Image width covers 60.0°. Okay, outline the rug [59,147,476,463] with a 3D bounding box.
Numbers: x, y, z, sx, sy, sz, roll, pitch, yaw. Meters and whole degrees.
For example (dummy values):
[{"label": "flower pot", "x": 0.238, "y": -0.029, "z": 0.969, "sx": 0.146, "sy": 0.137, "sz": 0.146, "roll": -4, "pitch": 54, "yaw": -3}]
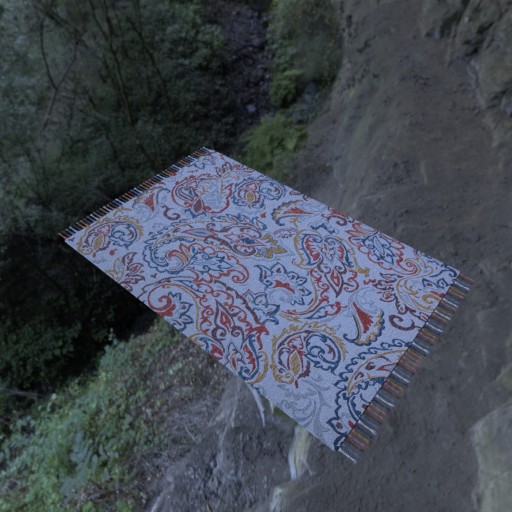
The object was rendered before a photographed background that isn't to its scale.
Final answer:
[{"label": "rug", "x": 0.000, "y": 0.000, "z": 2.443, "sx": 1.997, "sy": 0.010, "sz": 1.218, "roll": 31, "pitch": 54, "yaw": 26}]
